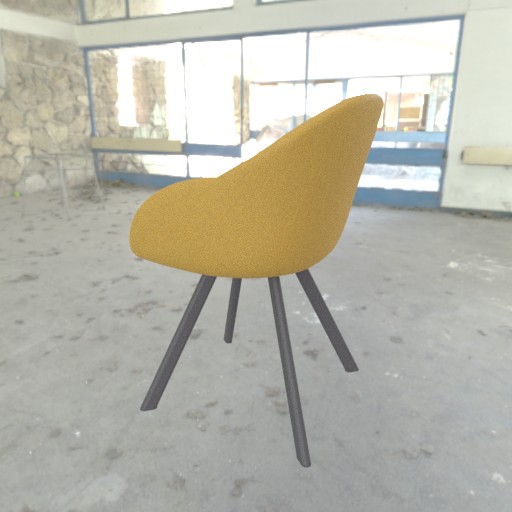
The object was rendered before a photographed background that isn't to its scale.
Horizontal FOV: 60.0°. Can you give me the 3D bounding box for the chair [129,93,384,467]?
[{"bbox_3d":[0.000,0.000,1.171,0.583,0.793,0.551,8,18,25],"label":"chair"}]
